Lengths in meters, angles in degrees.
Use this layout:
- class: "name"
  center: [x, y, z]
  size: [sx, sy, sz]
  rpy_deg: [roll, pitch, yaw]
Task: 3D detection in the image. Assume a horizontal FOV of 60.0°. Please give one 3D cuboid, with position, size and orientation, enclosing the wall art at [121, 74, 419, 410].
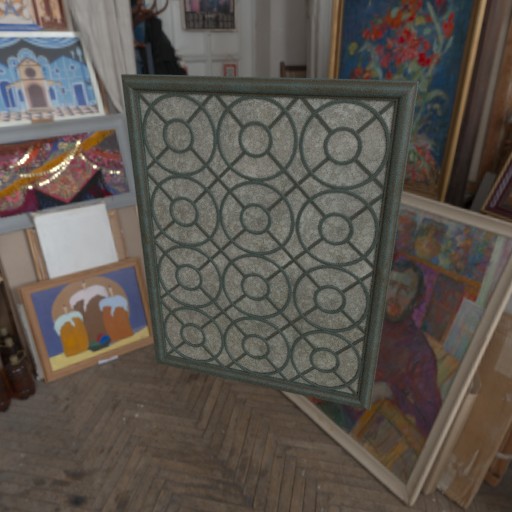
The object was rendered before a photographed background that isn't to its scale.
- class: "wall art"
  center: [0.000, 0.000, 1.312]
  size: [0.767, 0.983, 0.030]
  rpy_deg: [8, 27, 16]
